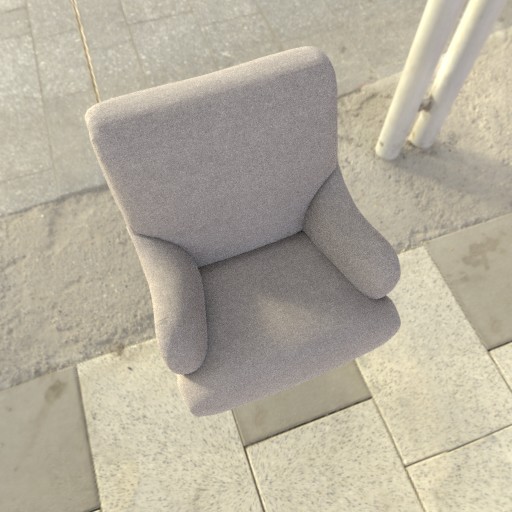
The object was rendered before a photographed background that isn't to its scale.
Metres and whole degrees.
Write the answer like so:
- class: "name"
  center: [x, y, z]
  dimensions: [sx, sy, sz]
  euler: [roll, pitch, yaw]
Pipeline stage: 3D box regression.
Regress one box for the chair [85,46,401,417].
- class: "chair"
  center: [0.000, 0.000, 1.502]
  dimensions: [0.766, 0.942, 0.843]
  euler: [-20, 64, -10]
